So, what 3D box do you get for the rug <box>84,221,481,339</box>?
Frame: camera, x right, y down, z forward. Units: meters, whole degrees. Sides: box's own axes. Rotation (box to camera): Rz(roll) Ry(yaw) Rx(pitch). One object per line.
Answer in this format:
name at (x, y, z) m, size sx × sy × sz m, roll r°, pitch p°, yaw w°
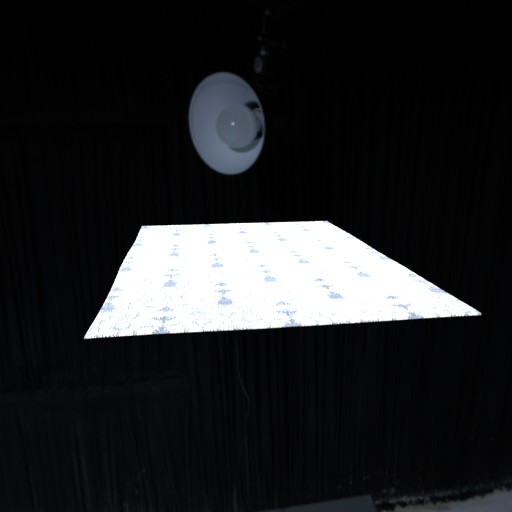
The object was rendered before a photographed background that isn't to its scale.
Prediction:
rug at (0.000, 0.000, 2.902) m, size 1.676 × 0.013 × 2.261 m, roll -2°, pitch 15°, yaw -8°
